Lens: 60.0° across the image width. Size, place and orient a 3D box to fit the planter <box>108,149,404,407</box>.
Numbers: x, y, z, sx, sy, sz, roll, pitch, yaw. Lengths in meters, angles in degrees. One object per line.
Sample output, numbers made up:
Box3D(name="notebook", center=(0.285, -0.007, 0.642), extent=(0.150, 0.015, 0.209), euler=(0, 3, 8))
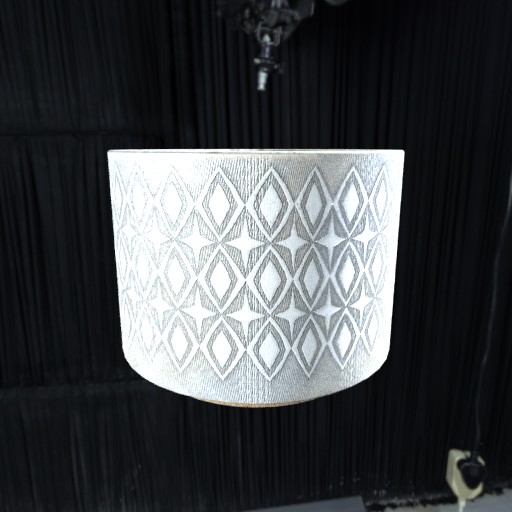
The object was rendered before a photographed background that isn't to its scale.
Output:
Box3D(name="planter", center=(0.000, 0.000, 0.310), extent=(0.186, 0.144, 0.186), euler=(0, 14, 0))
